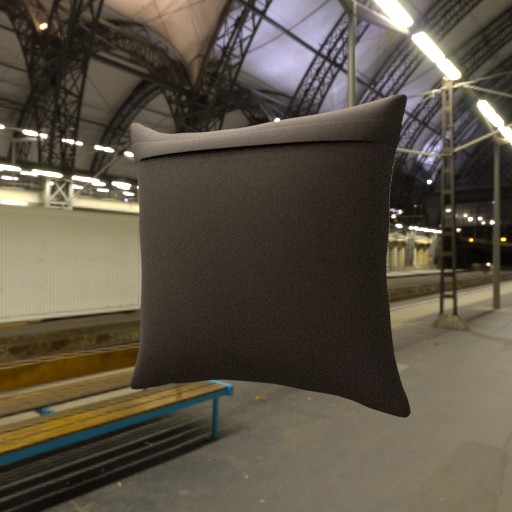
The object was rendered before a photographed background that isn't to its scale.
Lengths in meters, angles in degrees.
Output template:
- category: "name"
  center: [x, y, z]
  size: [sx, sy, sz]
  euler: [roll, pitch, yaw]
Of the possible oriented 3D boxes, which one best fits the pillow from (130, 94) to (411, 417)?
- category: "pillow"
  center: [0.000, 0.000, 0.616]
  size: [0.405, 0.406, 0.173]
  euler: [0, 0, 18]
